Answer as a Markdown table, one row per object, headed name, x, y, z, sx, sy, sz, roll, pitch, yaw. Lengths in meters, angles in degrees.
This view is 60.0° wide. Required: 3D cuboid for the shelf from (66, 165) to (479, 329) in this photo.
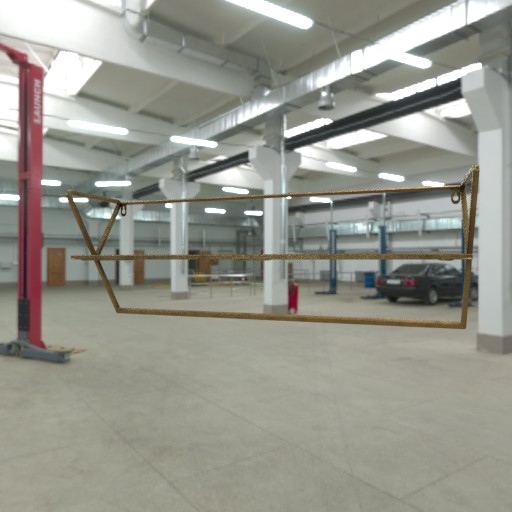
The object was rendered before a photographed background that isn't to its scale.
| name | x | y | z | sx | sy | sz | roll | pitch | yaw |
| --- | --- | --- | --- | --- | --- | --- | --- | --- | --- |
| shelf | 0.000 | 0.000 | 0.731 | 0.645 | 0.229 | 0.150 | 0 | -1 | 19 |
